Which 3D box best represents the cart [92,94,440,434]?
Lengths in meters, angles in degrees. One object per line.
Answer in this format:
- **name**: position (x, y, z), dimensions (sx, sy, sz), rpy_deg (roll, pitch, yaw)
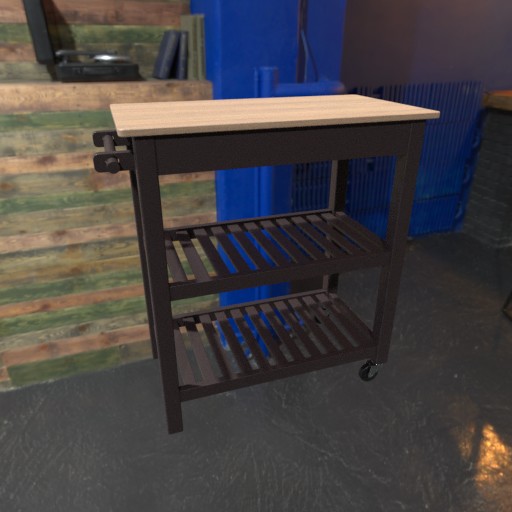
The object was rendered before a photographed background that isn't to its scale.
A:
- **cart**: position (0.000, 0.000, 1.454), dimensions (0.899, 0.927, 0.457), rpy_deg (-8, 27, -17)
